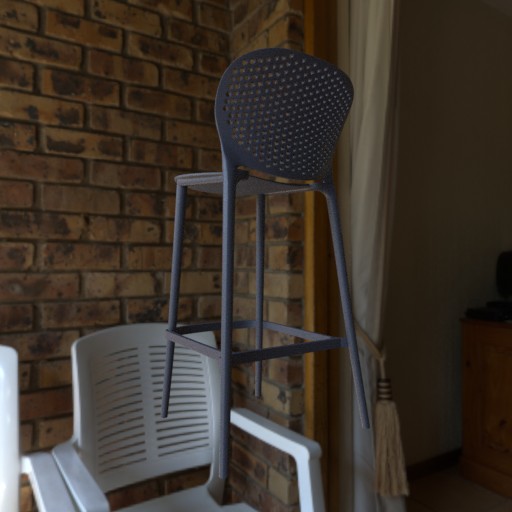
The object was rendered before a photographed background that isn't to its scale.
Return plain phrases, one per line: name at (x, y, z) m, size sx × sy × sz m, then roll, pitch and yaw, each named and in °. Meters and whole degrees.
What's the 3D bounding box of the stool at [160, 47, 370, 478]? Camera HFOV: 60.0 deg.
stool at (0.000, 0.000, 1.369) m, size 0.536 × 1.045 × 0.535 m, roll 1°, pitch -1°, yaw -37°
